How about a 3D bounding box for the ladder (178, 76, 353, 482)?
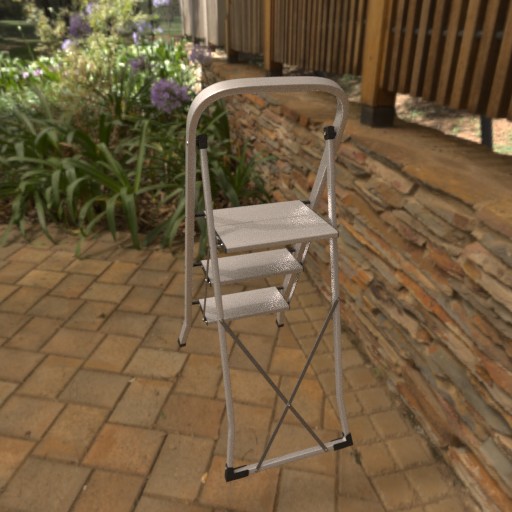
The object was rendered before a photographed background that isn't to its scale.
[{"bbox_3d":[0.000,0.000,1.393,0.465,1.070,0.704,-8,28,-16],"label":"ladder"}]
